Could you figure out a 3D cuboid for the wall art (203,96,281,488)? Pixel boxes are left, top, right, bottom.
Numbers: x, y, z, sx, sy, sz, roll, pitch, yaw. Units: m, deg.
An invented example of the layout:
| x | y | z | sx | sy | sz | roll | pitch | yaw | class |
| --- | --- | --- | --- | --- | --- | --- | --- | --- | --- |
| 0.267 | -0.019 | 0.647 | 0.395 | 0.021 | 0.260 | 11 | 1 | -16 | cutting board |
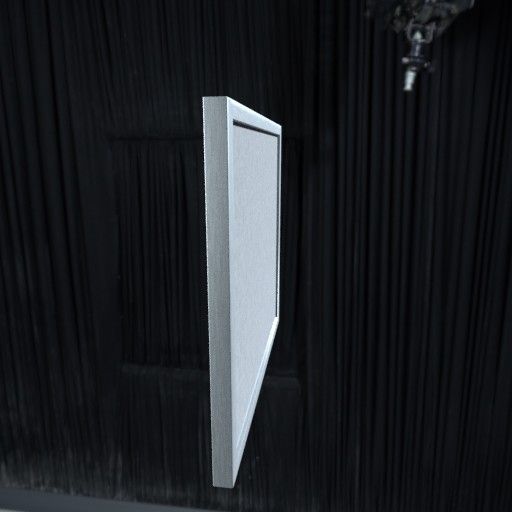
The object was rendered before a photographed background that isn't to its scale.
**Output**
| x | y | z | sx | sy | sz | roll | pitch | yaw | class |
| --- | --- | --- | --- | --- | --- | --- | --- | --- | --- |
| 0.000 | 0.000 | 0.761 | 0.028 | 0.457 | 0.556 | 2 | 14 | 8 | wall art |
